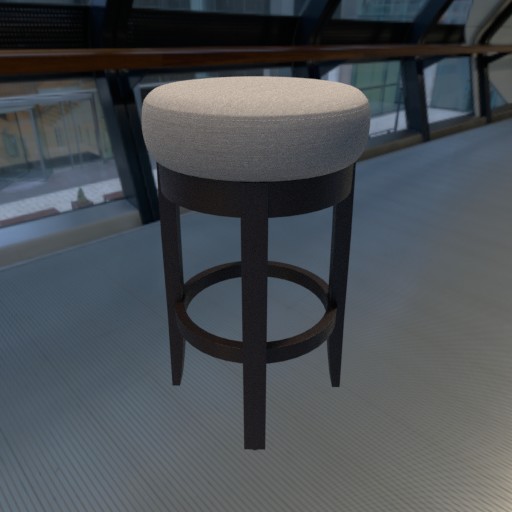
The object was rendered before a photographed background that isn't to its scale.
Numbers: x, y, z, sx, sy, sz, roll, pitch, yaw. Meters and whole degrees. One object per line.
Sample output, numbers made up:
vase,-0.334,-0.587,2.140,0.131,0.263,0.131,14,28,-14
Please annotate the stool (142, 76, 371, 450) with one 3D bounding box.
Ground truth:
stool,0.000,0.000,1.019,0.443,0.757,0.443,0,27,0
